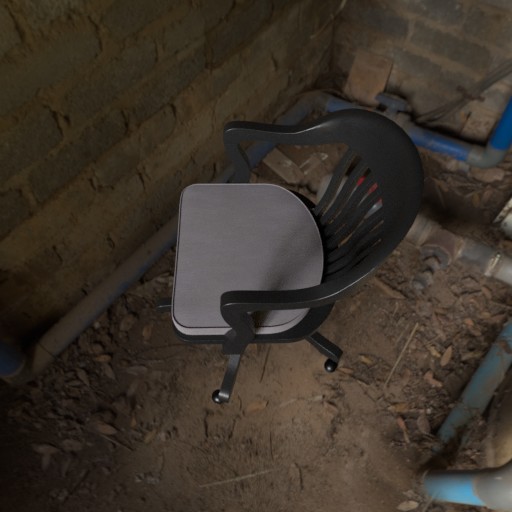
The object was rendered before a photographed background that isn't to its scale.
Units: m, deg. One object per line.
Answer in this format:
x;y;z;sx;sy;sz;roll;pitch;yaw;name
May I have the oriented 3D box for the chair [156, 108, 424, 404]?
0.000;0.000;1.428;0.788;0.878;0.750;-1;59;-1;chair
